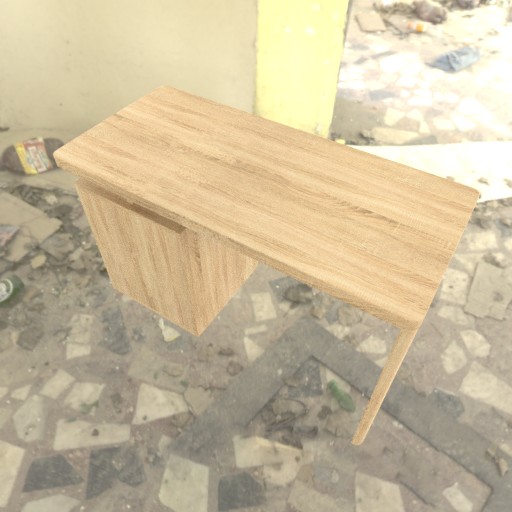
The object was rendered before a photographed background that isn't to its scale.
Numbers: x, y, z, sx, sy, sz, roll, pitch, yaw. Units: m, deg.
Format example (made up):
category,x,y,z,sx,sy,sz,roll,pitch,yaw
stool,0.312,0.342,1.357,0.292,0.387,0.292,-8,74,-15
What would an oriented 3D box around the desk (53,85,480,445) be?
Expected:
category,x,y,z,sx,sy,sz,roll,pitch,yaw
desk,0.000,0.000,1.622,1.200,0.760,0.550,25,52,21
